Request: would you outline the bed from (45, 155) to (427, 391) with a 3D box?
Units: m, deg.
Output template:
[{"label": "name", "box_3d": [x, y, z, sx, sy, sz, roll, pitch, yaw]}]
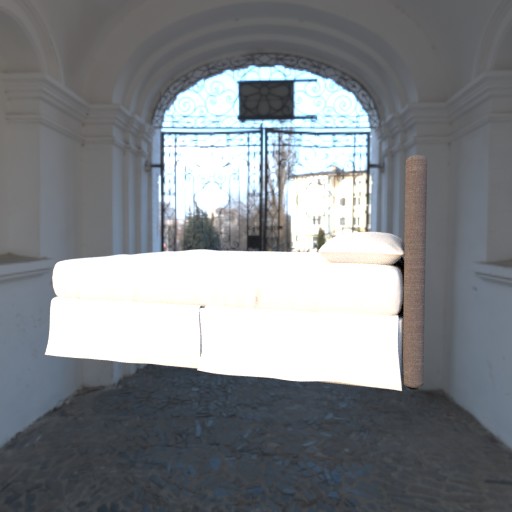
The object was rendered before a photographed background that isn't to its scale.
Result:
[{"label": "bed", "box_3d": [0.000, 0.000, 3.871, 2.689, 1.457, 2.161, 1, 3, 19]}]
